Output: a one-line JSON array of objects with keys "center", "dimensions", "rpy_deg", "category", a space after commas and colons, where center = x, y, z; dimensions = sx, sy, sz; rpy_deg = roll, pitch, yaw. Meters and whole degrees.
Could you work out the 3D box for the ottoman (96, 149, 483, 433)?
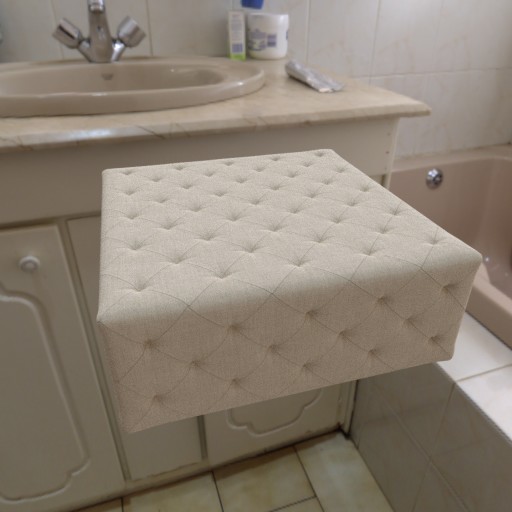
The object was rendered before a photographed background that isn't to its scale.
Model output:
[{"center": [0.000, 0.000, 1.618], "dimensions": [1.028, 0.439, 1.028], "rpy_deg": [-8, 32, -14], "category": "ottoman"}]
